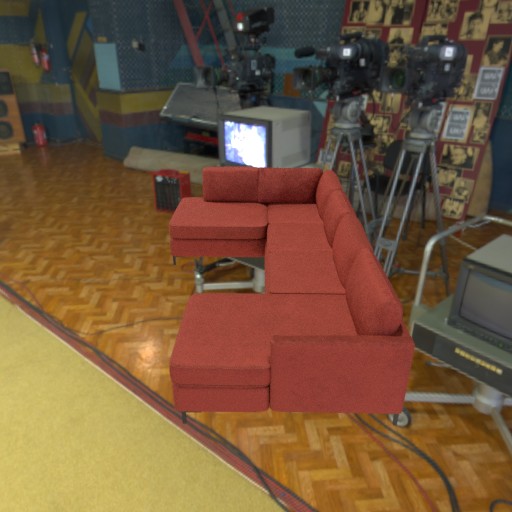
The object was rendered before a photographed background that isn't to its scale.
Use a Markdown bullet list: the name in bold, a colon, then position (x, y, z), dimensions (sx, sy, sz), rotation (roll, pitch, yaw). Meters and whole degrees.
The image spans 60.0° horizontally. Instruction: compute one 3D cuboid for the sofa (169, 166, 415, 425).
- **sofa**: position (0.000, 0.000, 4.397), dimensions (2.055, 0.992, 3.434), rotation (1, 26, 1)
